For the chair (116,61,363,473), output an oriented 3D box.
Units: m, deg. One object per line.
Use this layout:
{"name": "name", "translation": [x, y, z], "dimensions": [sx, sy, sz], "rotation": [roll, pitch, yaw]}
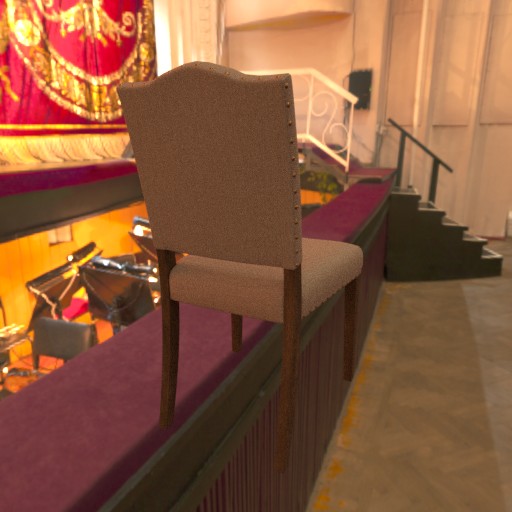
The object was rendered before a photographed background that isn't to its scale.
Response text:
{"name": "chair", "translation": [0.000, 0.000, 1.333], "dimensions": [0.508, 1.020, 0.620], "rotation": [8, 18, 26]}
